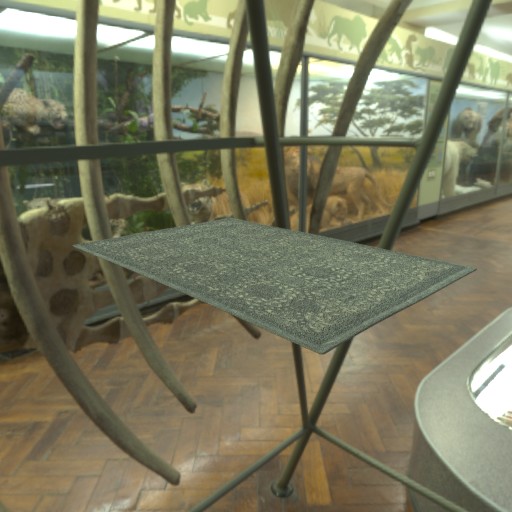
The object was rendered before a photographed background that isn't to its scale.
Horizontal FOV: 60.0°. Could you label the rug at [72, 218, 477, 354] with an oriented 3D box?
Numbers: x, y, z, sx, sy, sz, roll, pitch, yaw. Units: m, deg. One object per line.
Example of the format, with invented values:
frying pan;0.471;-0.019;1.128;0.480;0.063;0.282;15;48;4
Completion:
rug;0.000;0.000;2.370;1.224;0.016;1.830;-15;22;-42
